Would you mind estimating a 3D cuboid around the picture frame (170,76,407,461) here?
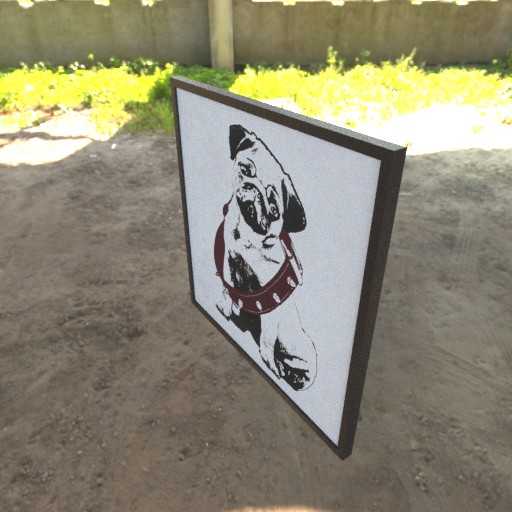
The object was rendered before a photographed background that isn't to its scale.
[{"bbox_3d":[0.000,0.000,1.156,0.032,0.775,0.775,-20,37,-29],"label":"picture frame"}]
